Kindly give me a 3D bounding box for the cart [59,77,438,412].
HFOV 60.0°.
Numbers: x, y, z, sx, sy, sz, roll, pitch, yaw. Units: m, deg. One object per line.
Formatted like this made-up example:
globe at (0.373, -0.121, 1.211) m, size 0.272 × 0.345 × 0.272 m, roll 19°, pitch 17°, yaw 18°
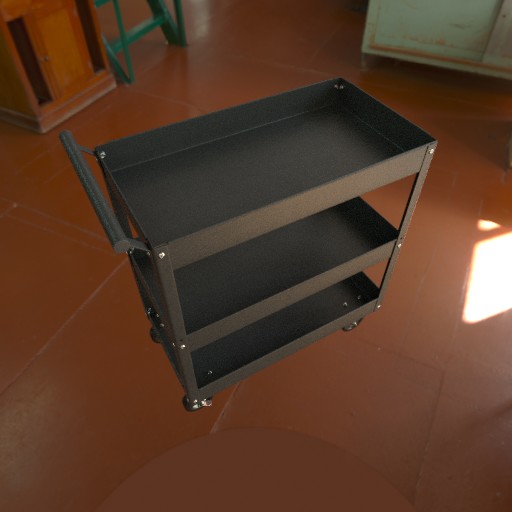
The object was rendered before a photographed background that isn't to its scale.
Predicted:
cart at (0.000, 0.000, 1.195) m, size 0.719 × 0.780 × 0.366 m, roll -23°, pitch 51°, yaw -20°
